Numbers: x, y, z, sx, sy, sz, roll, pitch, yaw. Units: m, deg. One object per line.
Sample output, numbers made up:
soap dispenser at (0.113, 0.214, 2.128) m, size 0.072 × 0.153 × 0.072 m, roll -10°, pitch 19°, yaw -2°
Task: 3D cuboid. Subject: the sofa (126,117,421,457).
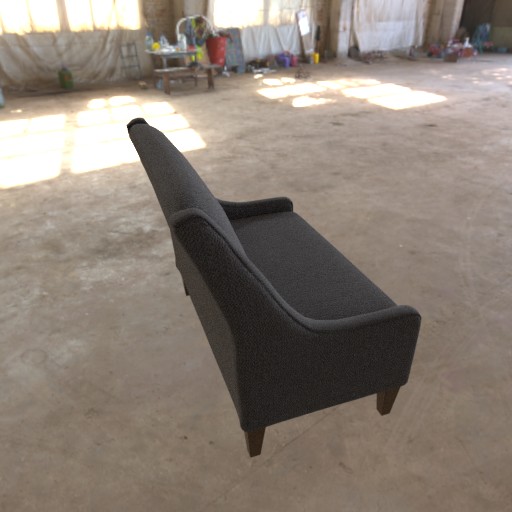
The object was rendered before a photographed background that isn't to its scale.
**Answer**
sofa at (0.000, 0.000, 1.951) m, size 0.873 × 1.022 × 1.242 m, roll -10°, pitch 31°, yaw -17°
